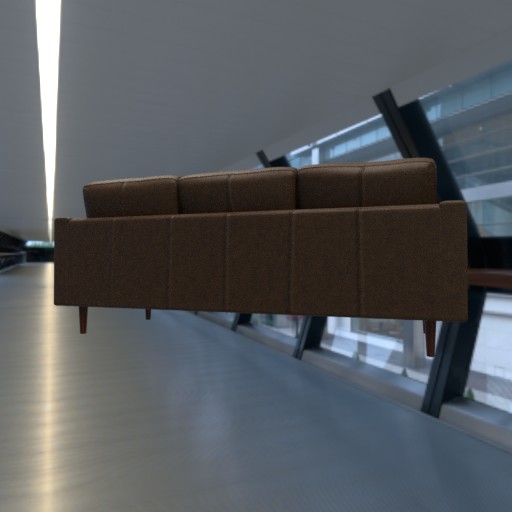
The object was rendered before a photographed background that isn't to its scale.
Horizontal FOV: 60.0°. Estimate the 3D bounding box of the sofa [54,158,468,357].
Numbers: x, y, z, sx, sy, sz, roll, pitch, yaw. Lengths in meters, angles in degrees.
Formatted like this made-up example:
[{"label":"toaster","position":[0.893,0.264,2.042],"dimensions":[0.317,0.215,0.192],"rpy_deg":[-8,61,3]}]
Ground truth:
[{"label":"sofa","position":[0.000,0.000,2.680],"dimensions":[2.231,0.930,0.903],"rpy_deg":[0,-1,20]}]
